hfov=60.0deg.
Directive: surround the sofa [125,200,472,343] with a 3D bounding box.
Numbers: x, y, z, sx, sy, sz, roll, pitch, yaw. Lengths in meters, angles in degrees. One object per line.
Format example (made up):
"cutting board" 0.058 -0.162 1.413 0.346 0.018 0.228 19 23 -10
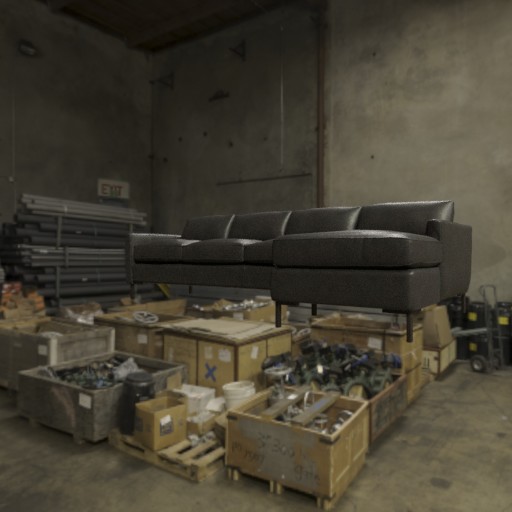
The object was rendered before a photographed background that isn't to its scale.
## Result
"sofa" 0.000 0.000 3.622 2.993 0.859 1.471 0 0 36
